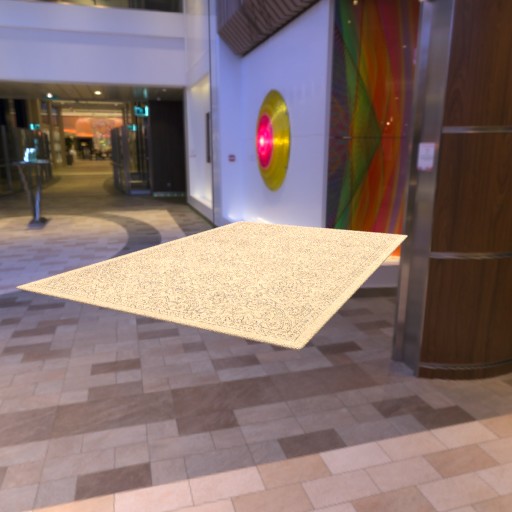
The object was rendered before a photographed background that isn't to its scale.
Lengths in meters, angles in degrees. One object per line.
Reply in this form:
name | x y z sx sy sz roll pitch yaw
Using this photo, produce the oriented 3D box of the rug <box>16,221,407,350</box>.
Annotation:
rug | 0.000 0.000 2.286 1.219 0.010 1.829 7 15 26
